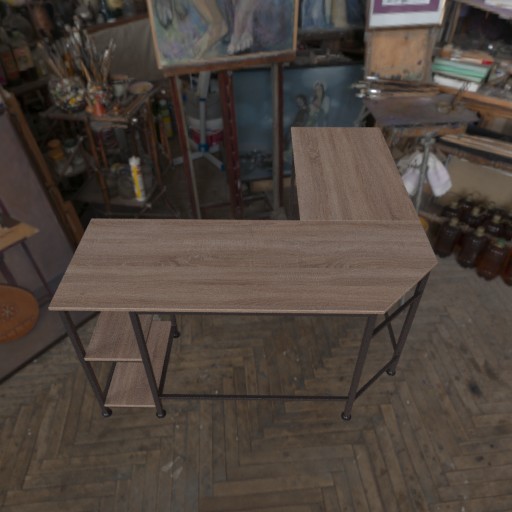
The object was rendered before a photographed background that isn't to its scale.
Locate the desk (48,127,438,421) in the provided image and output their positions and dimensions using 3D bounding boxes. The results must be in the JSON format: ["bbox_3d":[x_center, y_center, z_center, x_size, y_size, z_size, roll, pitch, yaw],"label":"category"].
[{"bbox_3d":[0.000,0.000,2.245,1.379,0.739,1.379,1,42,1],"label":"desk"}]
